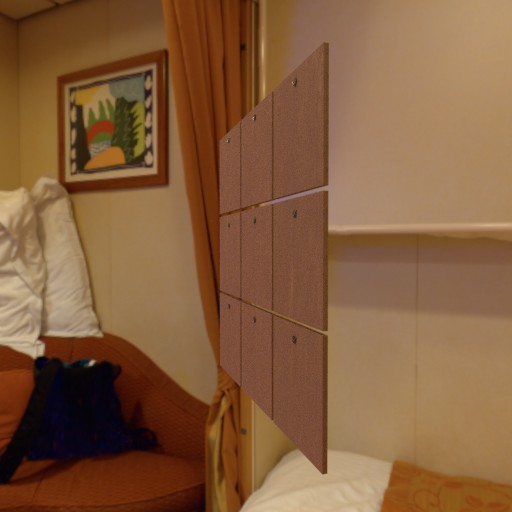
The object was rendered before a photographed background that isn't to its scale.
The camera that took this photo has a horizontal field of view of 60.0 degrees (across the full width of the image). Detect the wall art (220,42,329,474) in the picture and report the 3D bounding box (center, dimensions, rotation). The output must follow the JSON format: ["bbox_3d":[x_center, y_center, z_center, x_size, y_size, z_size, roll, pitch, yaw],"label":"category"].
[{"bbox_3d":[0.000,0.000,1.369,0.018,0.913,0.915,0,1,-18],"label":"wall art"}]
